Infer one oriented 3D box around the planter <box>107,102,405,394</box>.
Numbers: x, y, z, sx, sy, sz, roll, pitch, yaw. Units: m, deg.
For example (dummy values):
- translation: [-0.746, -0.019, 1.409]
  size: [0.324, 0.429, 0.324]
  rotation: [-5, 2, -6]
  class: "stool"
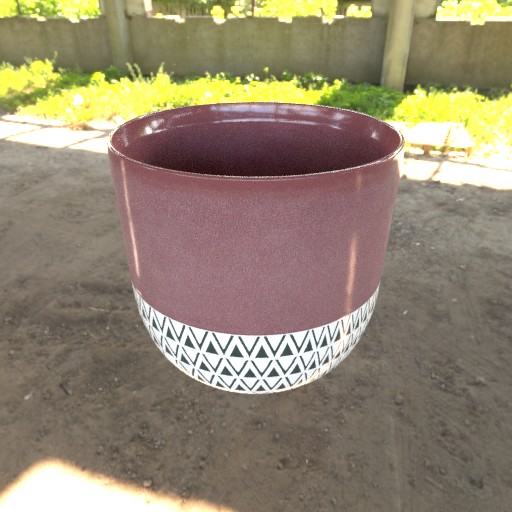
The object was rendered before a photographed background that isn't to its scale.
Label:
- translation: [0.000, 0.000, 0.476]
  size: [0.266, 0.270, 0.266]
  rotation: [0, 30, 0]
  class: "planter"
